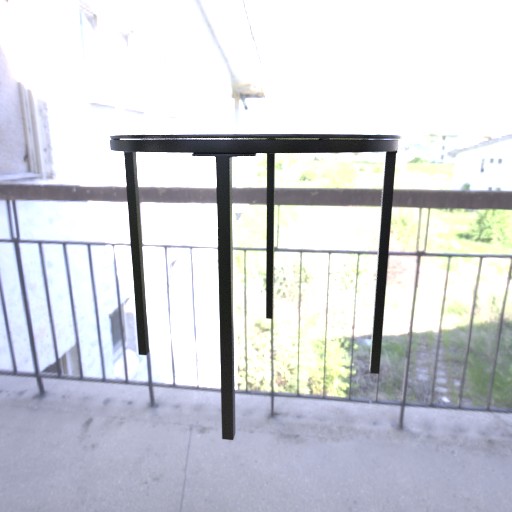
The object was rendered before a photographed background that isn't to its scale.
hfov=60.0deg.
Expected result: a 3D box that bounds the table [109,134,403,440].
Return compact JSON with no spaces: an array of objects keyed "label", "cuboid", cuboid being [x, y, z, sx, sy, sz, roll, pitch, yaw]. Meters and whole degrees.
[{"label":"table","cuboid":[0.000,0.000,0.847,0.499,0.443,0.499,0,15,0]}]
